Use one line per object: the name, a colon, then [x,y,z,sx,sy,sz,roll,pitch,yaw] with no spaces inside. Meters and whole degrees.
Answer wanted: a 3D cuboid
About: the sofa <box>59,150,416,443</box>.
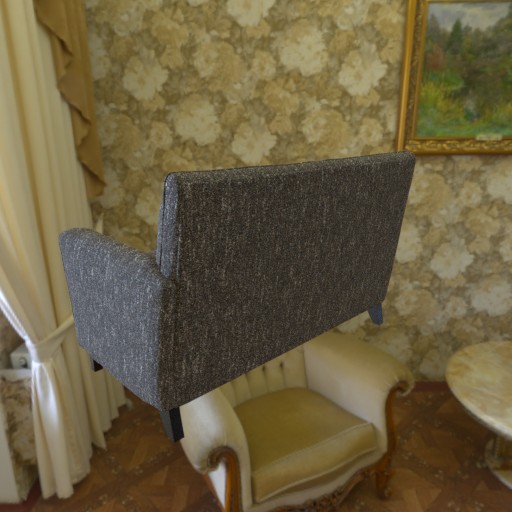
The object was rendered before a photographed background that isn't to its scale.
sofa: [0.000,0.000,2.099,1.519,0.946,0.801,-16,23,-42]
